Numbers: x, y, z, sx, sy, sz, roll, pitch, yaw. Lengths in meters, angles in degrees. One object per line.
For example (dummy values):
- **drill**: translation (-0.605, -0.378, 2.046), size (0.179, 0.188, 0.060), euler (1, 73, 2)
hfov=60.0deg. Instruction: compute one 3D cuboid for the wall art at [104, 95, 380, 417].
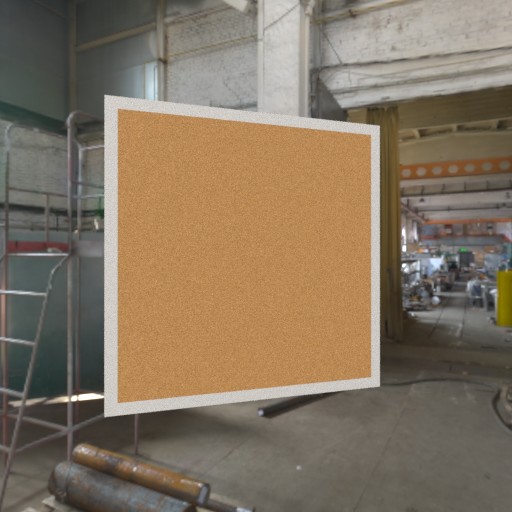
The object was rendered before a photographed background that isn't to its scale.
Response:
- **wall art**: translation (0.000, 0.000, 0.863), size (0.558, 0.559, 0.009), euler (0, 0, -19)
